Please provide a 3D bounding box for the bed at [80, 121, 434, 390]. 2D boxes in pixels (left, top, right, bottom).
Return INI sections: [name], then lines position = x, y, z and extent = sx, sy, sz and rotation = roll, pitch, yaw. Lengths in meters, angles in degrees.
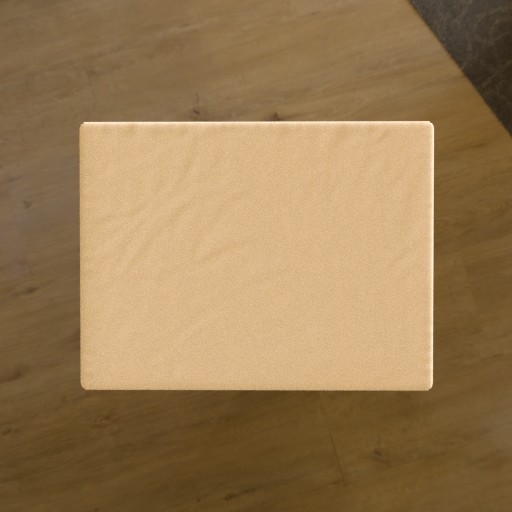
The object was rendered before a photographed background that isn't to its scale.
[bed]
position = 0.000, 0.000, 2.712
extent = 2.016, 0.431, 1.536
rotation = 0, 91, 0
